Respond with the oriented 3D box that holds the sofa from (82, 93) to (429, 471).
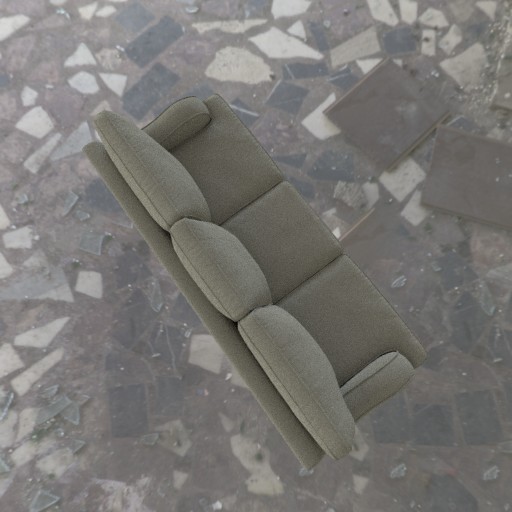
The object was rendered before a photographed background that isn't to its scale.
[{"bbox_3d":[0.000,0.000,2.842,1.016,0.997,2.323,-35,79,-8],"label":"sofa"}]
